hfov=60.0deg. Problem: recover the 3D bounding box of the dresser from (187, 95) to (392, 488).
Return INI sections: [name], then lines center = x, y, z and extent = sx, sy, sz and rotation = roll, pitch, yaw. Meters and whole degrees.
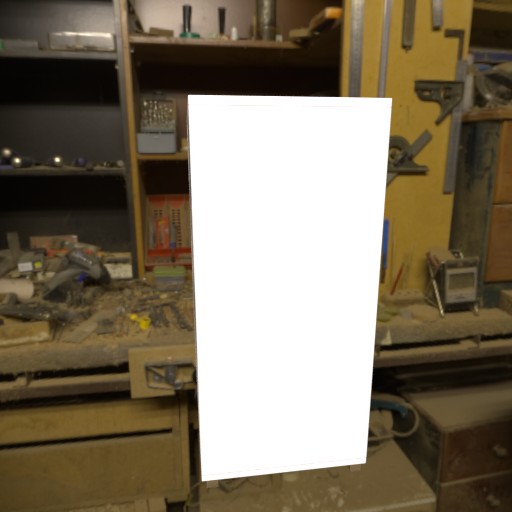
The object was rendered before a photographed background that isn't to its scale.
[dresser]
center = 0.000, 0.000, 1.623
extent = 0.460, 1.000, 1.100
rotation = -2, 15, -8
